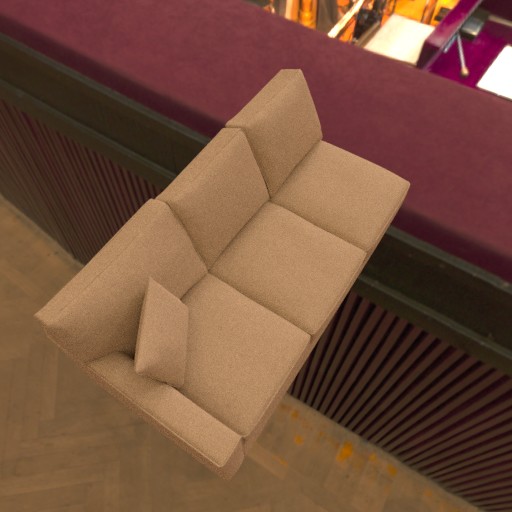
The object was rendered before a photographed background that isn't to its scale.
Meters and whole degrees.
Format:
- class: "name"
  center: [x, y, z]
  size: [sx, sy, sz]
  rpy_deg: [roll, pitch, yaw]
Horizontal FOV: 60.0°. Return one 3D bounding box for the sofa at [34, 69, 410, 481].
- class: "sofa"
  center: [0.000, 0.000, 2.436]
  size: [1.034, 0.946, 1.962]
  rpy_deg: [29, 63, 17]
